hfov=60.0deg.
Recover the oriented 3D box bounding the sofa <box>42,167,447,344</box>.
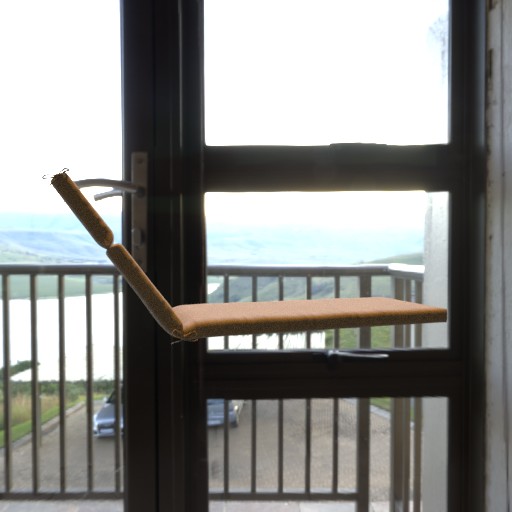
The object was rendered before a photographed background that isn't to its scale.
[{"bbox_3d":[0.000,0.000,1.977,1.663,0.622,0.582,0,1,-18],"label":"sofa"}]
